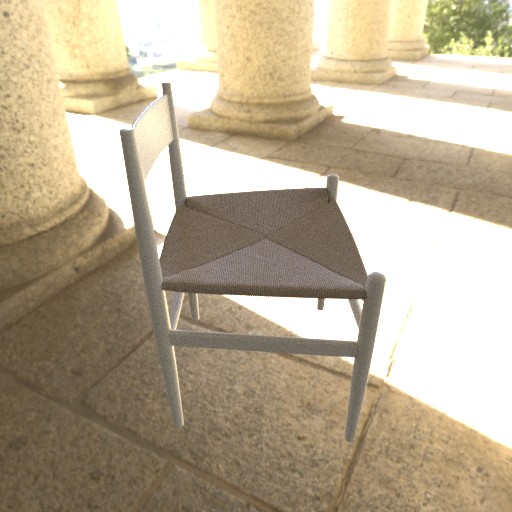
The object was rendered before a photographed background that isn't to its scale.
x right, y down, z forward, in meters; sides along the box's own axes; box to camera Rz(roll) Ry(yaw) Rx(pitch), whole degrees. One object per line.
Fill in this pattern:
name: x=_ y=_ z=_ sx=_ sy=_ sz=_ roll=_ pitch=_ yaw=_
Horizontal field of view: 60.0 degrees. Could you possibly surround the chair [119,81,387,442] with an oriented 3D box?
chair: x=0.000 y=0.000 z=1.126 sx=0.495 sy=0.762 sz=0.556 roll=0 pitch=31 yaw=-1
